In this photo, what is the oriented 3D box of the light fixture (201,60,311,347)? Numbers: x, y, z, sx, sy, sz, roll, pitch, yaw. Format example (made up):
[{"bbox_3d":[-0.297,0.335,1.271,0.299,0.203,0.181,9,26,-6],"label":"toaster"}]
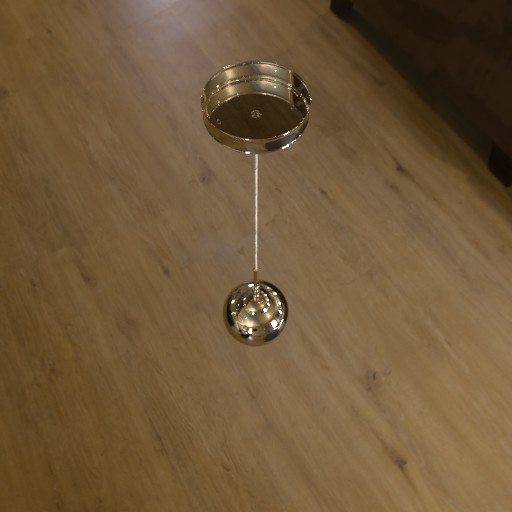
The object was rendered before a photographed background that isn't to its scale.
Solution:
[{"bbox_3d":[0.000,0.000,1.681,0.336,1.538,0.336,-14,63,-7],"label":"light fixture"}]
